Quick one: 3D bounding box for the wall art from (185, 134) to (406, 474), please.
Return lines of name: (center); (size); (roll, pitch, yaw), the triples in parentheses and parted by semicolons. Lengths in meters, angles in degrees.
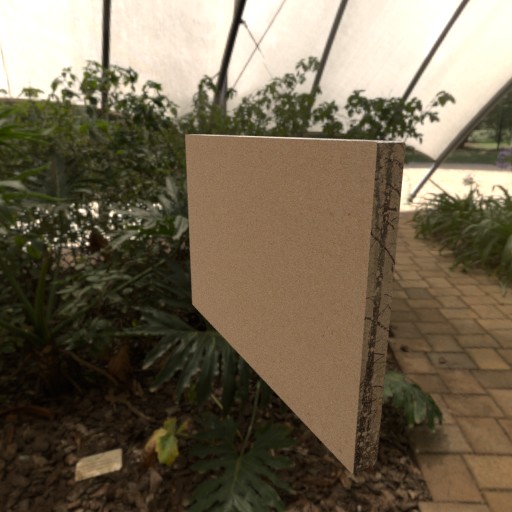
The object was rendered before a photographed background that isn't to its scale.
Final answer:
wall art: (0.000, 0.000, 0.767); (0.042, 0.398, 0.618); (-8, 18, -25)
